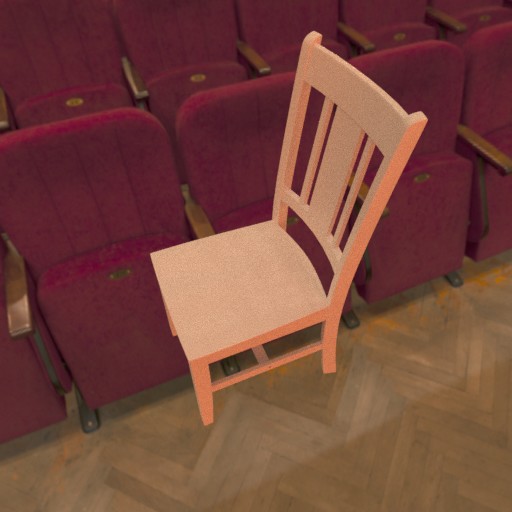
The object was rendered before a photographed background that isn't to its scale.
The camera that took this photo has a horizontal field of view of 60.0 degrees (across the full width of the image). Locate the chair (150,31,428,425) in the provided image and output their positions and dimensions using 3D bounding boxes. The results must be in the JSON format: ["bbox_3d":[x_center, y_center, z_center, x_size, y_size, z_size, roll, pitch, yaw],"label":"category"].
[{"bbox_3d":[0.000,0.000,1.268,0.555,0.998,0.450,-17,50,-15],"label":"chair"}]
